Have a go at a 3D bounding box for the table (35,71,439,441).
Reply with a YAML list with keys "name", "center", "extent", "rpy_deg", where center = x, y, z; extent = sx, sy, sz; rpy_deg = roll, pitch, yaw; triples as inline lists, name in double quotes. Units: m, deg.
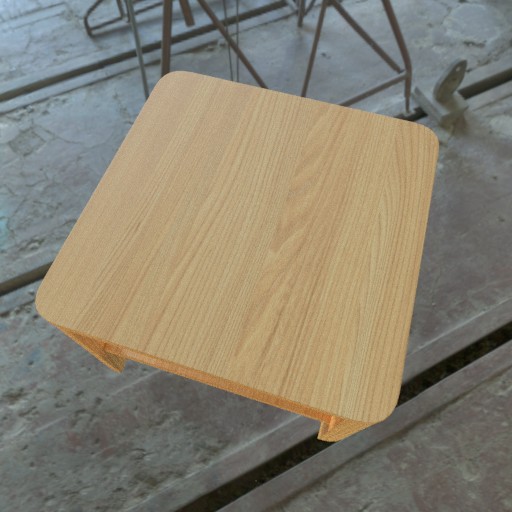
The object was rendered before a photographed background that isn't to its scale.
- name: "table"
  center: [0.000, 0.000, 1.206]
  extent: [0.750, 0.450, 0.750]
  rpy_deg: [16, 64, 8]
